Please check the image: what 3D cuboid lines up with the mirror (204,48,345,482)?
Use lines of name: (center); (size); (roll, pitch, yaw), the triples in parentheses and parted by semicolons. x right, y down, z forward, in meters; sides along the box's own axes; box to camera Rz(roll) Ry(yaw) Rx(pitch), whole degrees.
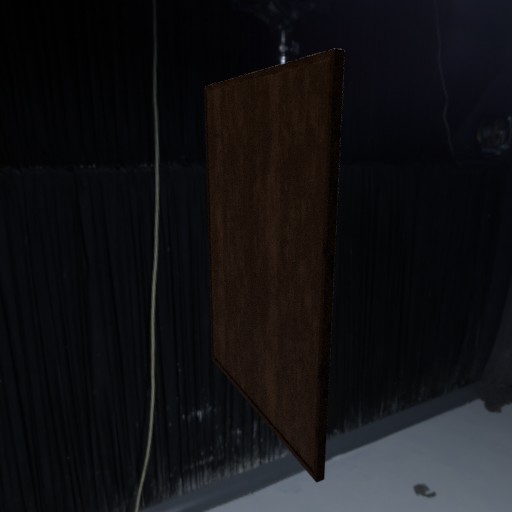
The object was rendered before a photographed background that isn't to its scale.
mirror: (0.000, 0.000, 1.425); (0.028, 1.099, 0.796); (-7, 16, -26)
